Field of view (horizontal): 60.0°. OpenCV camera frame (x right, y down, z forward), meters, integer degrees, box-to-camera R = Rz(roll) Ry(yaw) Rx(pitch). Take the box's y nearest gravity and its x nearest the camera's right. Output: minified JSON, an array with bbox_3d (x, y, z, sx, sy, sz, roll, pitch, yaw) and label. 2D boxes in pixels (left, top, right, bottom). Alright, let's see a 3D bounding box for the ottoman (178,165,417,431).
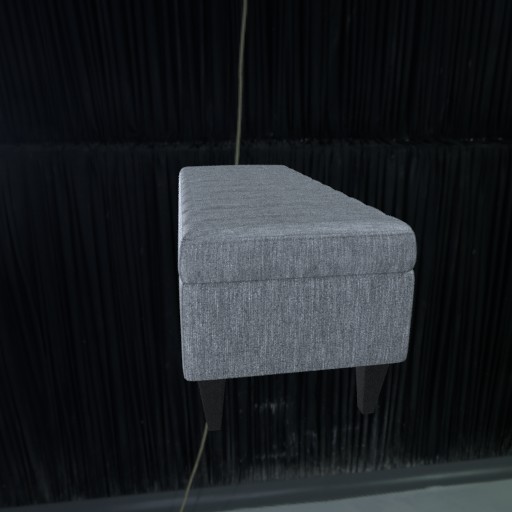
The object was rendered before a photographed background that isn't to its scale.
[{"bbox_3d":[0.000,0.000,1.431,0.482,0.469,1.151,-3,18,-9],"label":"ottoman"}]
